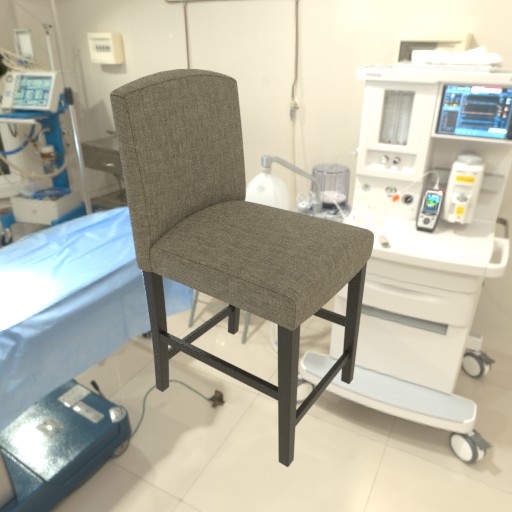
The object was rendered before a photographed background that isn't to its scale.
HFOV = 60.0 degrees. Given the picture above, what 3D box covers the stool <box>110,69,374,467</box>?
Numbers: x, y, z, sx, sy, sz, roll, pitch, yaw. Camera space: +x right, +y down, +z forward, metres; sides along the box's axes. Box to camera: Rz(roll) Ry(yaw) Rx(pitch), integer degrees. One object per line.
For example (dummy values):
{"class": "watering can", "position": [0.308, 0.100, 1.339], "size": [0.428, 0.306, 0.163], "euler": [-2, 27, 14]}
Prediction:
{"class": "stool", "position": [0.000, 0.000, 1.265], "size": [0.552, 0.966, 0.451], "euler": [18, 32, 31]}
